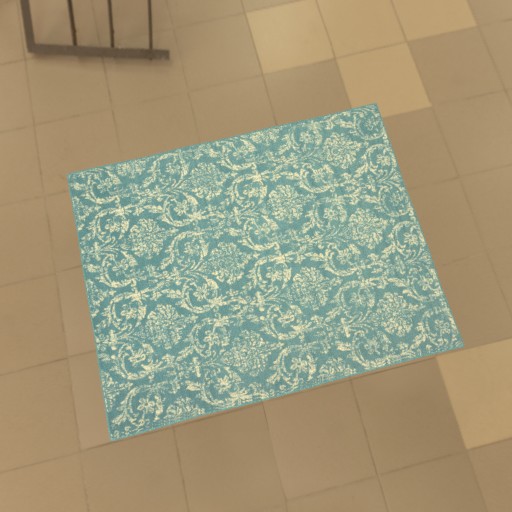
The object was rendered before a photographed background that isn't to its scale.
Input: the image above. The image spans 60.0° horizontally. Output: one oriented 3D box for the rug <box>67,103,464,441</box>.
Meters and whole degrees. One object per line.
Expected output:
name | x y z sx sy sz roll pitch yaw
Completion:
rug | 0.000 0.000 3.875 2.980 0.012 2.363 -14 76 -3
